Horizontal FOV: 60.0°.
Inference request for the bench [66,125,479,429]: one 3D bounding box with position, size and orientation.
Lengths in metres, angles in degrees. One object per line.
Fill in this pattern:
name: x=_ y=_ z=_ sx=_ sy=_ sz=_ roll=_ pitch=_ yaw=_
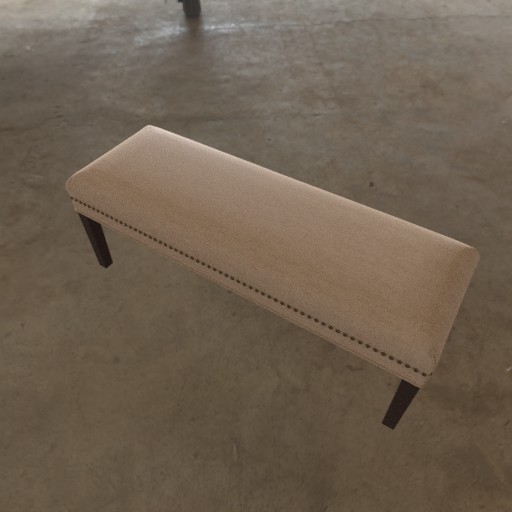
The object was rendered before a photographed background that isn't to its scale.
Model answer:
bench: x=0.000 y=0.000 z=1.457 sx=1.219 sy=0.457 sz=0.410 roll=25 pitch=52 yaw=21
